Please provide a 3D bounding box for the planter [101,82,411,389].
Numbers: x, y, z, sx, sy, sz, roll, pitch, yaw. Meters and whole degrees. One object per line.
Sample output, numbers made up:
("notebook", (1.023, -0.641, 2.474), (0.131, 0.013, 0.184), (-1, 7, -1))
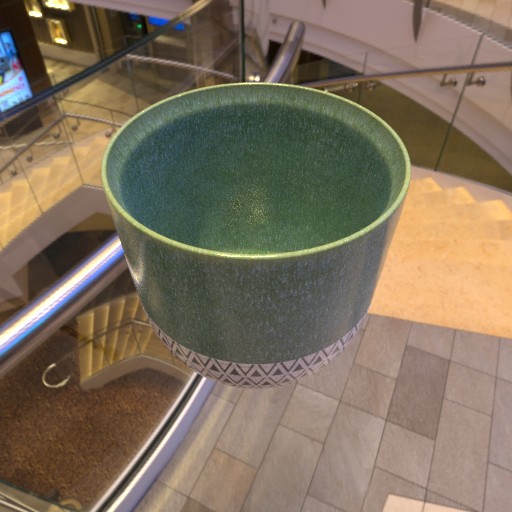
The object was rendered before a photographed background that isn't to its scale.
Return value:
("planter", (0.000, 0.000, 0.486), (0.266, 0.270, 0.266), (0, 46, 0))
